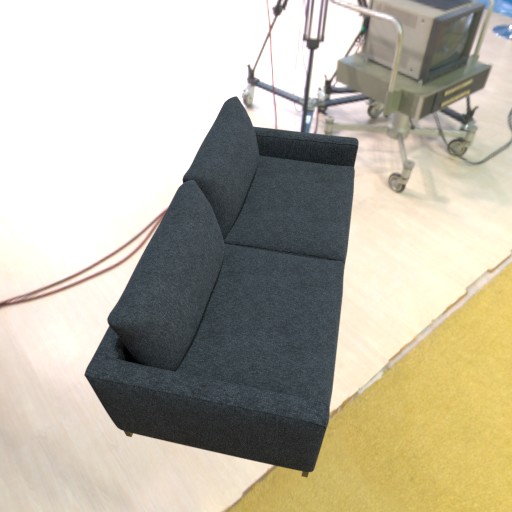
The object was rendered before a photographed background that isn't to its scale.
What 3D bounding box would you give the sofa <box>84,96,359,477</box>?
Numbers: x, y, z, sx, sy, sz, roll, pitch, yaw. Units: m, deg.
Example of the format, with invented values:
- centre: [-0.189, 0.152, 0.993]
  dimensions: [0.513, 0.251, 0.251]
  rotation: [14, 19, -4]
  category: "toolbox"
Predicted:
- centre: [0.000, 0.000, 2.160]
  dimensions: [0.866, 0.862, 1.716]
  rotation: [9, 48, 8]
  category: "sofa"
